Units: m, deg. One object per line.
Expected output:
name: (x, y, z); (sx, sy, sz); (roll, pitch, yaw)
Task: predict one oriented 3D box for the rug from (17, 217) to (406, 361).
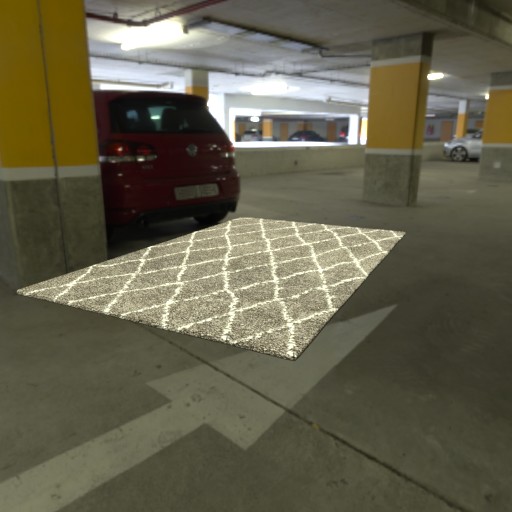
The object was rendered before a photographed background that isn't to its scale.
rug: (0.000, 0.000, 3.393); (1.778, 0.030, 2.743); (8, 17, 26)
